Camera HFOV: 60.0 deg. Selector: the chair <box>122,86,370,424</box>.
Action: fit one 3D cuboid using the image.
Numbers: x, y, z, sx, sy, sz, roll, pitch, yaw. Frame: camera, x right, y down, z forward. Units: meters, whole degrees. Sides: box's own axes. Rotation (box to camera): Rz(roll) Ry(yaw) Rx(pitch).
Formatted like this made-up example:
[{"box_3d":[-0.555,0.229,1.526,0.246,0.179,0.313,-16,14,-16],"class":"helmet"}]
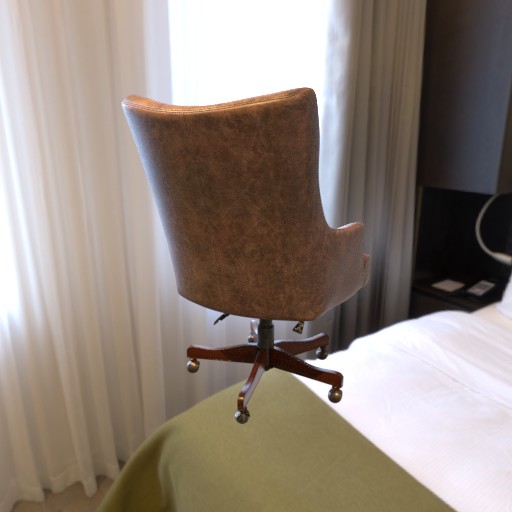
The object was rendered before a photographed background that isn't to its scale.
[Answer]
[{"box_3d":[0.000,0.000,1.531,0.641,1.035,0.762,8,18,26],"class":"chair"}]
